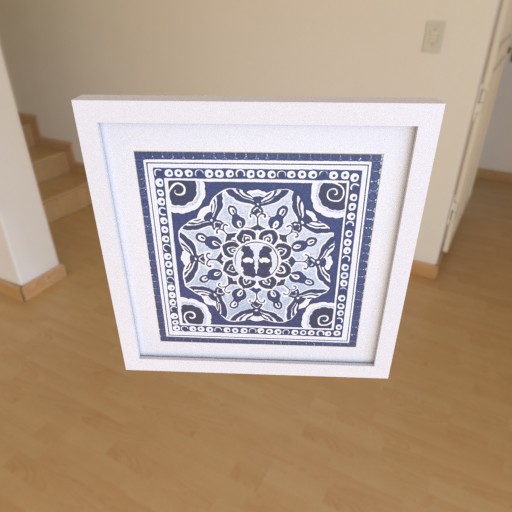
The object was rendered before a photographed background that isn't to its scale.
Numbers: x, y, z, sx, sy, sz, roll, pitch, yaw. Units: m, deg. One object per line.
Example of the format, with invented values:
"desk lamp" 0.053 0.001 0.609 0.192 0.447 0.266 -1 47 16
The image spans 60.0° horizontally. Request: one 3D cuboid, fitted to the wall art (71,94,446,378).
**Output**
"wall art" 0.000 0.000 0.521 0.355 0.355 0.027 1 31 2
